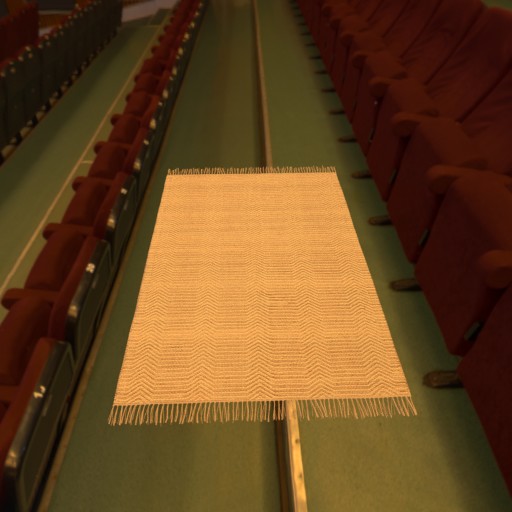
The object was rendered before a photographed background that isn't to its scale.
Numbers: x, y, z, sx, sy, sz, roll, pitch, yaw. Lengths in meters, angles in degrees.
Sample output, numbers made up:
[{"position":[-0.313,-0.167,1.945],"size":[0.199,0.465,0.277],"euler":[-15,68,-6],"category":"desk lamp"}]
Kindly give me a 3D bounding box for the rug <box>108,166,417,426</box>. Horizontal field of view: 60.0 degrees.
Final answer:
[{"position":[0.000,0.000,2.505],"size":[1.224,0.027,2.021],"euler":[-1,40,-1],"category":"rug"}]
